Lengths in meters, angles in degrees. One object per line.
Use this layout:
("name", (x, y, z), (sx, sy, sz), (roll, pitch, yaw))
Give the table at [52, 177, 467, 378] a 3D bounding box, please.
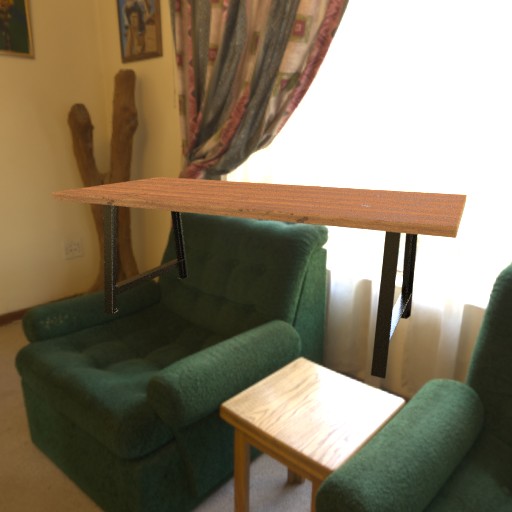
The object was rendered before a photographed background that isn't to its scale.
("table", (0.000, 0.000, 2.678), (2.200, 0.757, 1.000), (8, 18, 25))
